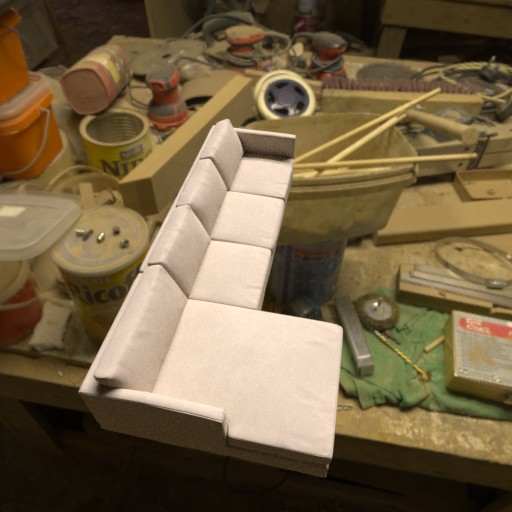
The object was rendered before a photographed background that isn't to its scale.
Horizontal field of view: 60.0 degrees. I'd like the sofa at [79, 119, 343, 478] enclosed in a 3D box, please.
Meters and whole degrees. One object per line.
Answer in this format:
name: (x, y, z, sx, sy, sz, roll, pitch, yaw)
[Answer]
sofa: (0.000, 0.000, 3.870, 1.625, 0.846, 3.186, 9, 48, 8)
